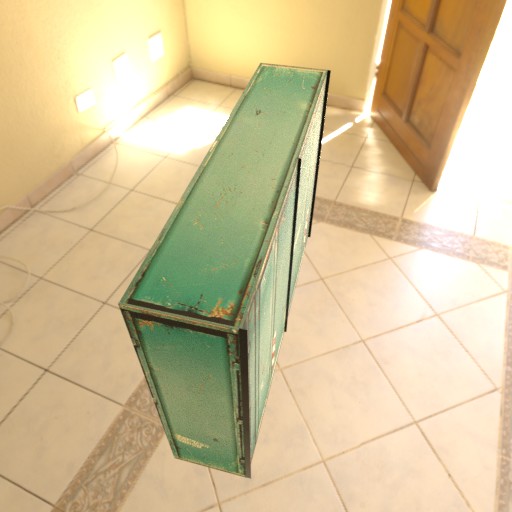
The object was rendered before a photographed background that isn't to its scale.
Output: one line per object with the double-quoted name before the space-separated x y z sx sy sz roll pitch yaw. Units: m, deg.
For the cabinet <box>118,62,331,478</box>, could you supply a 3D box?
"cabinet" 0.000 0.000 3.976 0.680 2.160 3.001 10 47 10
